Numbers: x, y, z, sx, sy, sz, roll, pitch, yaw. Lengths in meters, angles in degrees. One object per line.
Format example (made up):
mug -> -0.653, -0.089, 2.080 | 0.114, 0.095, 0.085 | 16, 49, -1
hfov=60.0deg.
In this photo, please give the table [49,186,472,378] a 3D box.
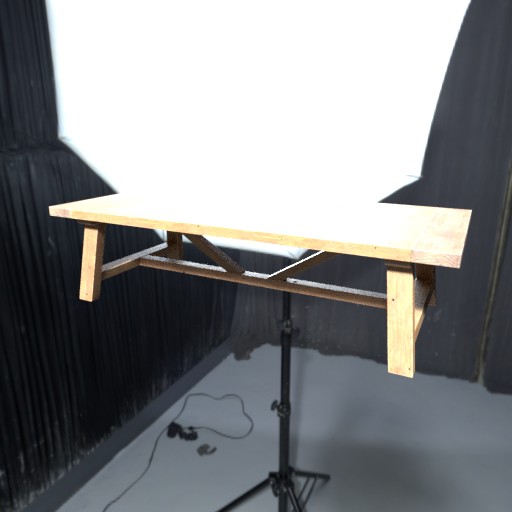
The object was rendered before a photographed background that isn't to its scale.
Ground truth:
table -> 0.000, 0.000, 2.138 | 1.800, 0.465, 0.820 | 8, 18, 26
